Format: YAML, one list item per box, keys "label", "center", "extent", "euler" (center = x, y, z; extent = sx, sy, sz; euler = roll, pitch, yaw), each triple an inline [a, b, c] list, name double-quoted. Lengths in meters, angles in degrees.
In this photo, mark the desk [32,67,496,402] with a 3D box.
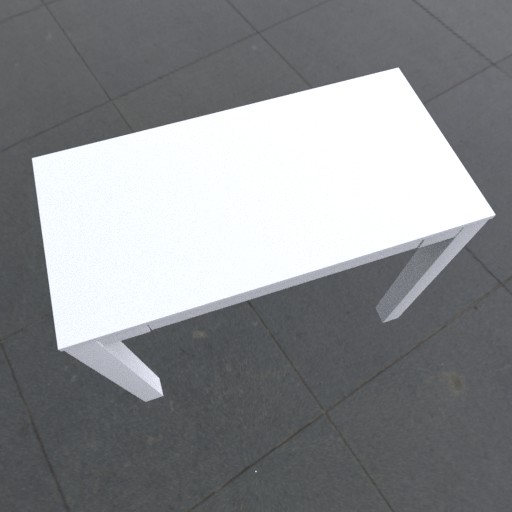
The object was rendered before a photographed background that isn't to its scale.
- label: "desk"
  center: [0.000, 0.000, 1.391]
  extent: [0.990, 0.762, 0.497]
  euler: [-17, 65, -8]
